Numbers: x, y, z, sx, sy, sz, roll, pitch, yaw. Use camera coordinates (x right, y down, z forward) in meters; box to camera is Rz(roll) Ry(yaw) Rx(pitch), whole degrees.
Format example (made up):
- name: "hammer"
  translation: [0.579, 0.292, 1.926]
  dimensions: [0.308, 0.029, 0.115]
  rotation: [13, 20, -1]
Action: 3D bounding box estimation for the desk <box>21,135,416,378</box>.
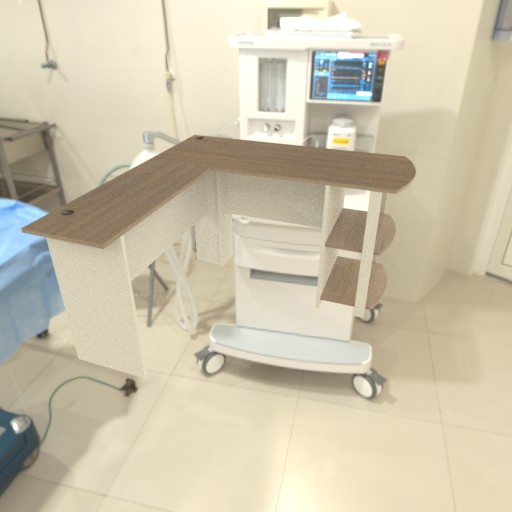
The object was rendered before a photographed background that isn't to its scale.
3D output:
- name: "desk"
  translation: [0.000, 0.000, 2.131]
  dimensions: [1.303, 0.716, 1.361]
  rotation: [10, 32, 17]
